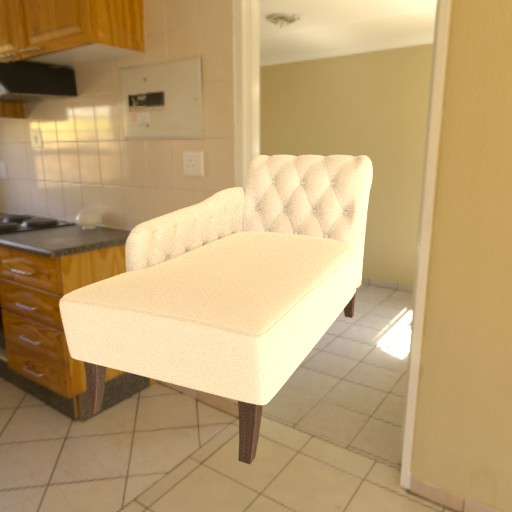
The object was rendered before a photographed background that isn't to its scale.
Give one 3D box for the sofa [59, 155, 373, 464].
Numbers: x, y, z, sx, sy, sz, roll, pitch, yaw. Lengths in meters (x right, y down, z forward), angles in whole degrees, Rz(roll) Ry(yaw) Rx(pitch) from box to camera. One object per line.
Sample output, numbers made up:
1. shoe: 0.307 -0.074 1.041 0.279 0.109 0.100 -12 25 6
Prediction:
1. sofa: 0.000 0.000 1.775 0.675 0.787 1.379 6 14 24
